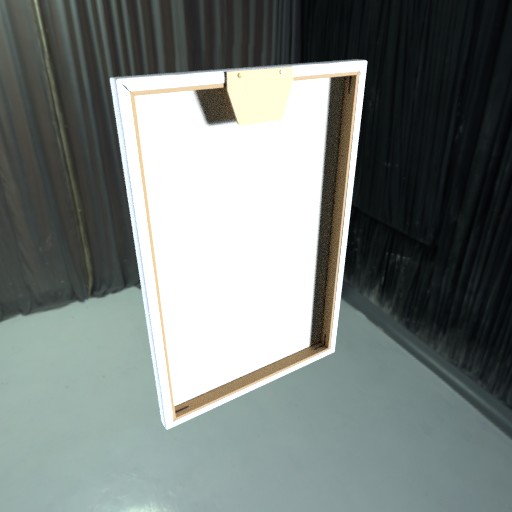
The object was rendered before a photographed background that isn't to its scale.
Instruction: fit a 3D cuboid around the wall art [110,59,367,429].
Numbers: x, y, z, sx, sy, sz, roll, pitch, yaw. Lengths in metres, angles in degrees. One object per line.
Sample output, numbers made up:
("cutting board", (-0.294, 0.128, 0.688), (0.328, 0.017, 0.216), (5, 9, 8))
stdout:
("wall art", (0.000, 0.000, 1.146), (0.602, 0.902, 0.048), (-17, 33, -27))
